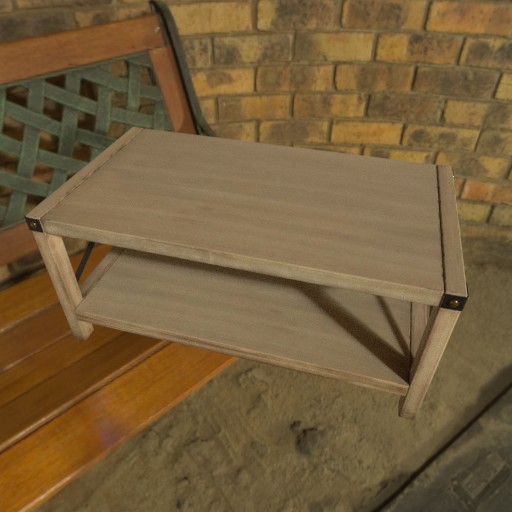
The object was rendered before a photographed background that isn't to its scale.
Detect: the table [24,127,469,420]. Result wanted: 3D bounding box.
[{"bbox_3d":[0.000,0.000,1.300,1.016,0.456,0.559,10,41,12],"label":"table"}]
